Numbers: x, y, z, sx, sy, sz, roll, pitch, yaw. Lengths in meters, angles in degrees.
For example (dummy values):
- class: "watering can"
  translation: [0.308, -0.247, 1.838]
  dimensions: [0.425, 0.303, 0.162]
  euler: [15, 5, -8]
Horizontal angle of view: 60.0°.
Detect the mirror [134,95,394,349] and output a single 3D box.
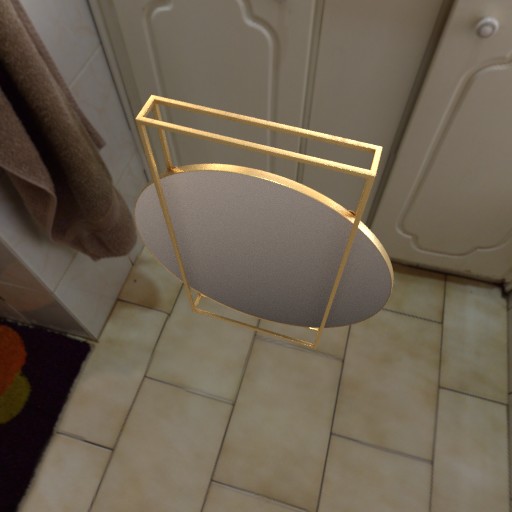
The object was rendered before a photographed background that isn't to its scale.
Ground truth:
- class: "mirror"
  translation: [0.000, 0.000, 0.821]
  dimensions: [0.508, 0.603, 0.051]
  euler: [16, 60, 9]
